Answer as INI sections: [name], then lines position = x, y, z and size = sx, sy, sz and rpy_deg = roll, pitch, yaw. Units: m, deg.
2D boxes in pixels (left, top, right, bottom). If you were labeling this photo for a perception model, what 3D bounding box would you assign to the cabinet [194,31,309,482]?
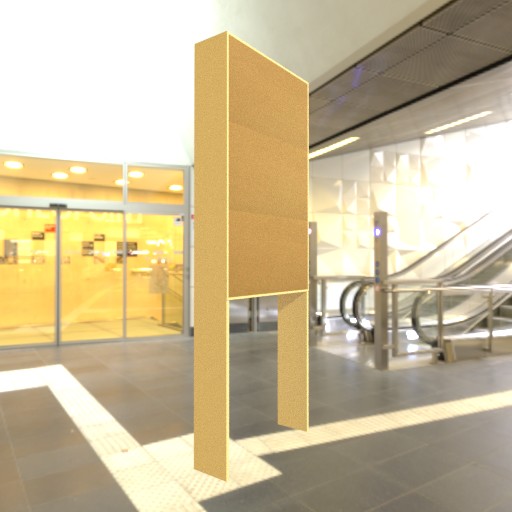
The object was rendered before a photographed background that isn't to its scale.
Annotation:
[cabinet]
position = 0.000, 0.000, 2.053
size = 0.192, 1.770, 0.643
rpy_deg = 0, -1, 37
